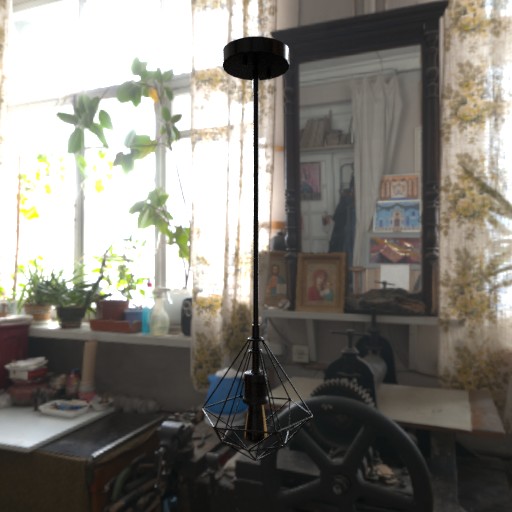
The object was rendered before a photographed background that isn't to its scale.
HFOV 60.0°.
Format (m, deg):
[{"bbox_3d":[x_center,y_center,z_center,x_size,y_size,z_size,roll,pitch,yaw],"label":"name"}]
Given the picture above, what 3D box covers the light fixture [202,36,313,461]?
[{"bbox_3d":[0.000,0.000,1.920,0.431,1.764,0.487,0,-1,-18],"label":"light fixture"}]
